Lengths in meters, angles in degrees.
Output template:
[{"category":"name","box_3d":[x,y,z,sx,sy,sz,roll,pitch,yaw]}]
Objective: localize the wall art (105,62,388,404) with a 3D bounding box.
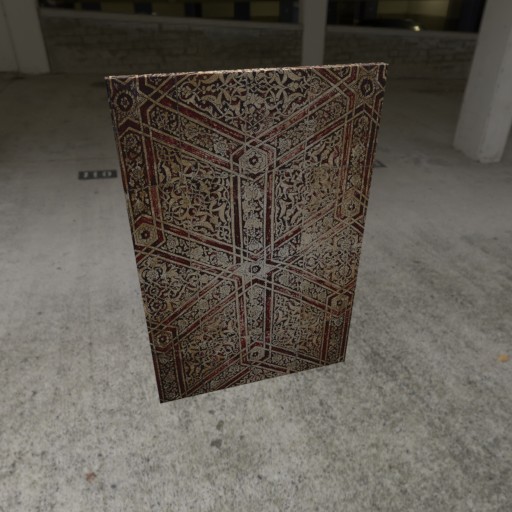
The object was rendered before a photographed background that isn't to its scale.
[{"category":"wall art","box_3d":[0.000,0.000,1.153,0.599,0.904,0.030,-9,33,-14]}]
